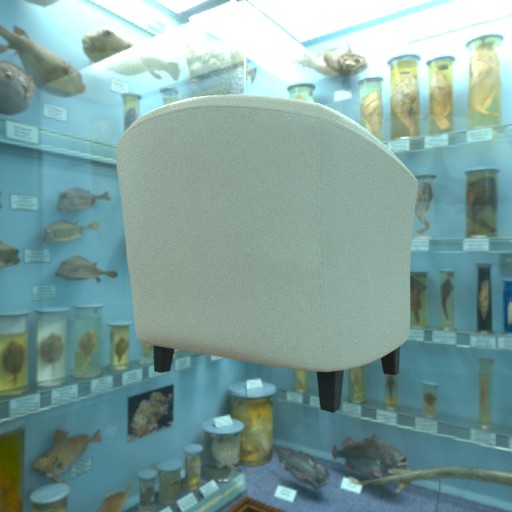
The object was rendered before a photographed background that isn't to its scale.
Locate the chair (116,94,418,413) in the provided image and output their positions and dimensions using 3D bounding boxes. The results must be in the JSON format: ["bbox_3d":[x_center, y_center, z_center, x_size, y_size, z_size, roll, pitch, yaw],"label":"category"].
[{"bbox_3d":[0.000,0.000,1.359,0.792,0.756,0.727,0,0,37],"label":"chair"}]
